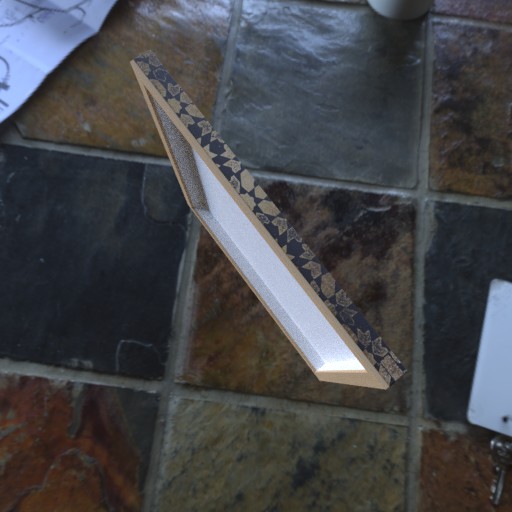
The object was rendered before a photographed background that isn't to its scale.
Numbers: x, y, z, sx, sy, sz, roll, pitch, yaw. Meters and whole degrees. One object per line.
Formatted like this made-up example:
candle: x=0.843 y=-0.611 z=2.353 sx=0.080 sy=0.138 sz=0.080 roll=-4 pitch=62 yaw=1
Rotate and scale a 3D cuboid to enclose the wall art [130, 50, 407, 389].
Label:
wall art: x=0.000 y=0.000 z=0.927 sx=0.038 sy=0.612 sz=0.612 roll=-36 pitch=78 yaw=-9
